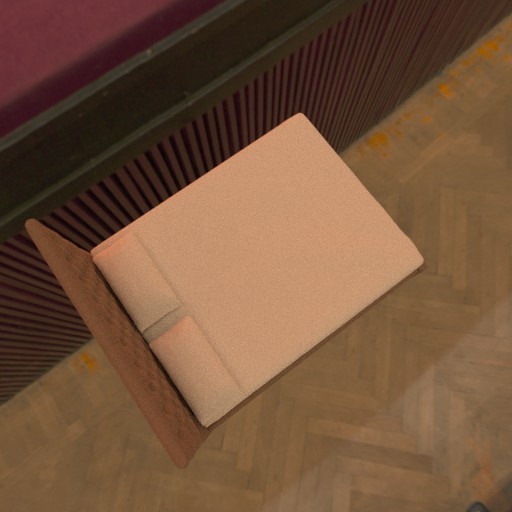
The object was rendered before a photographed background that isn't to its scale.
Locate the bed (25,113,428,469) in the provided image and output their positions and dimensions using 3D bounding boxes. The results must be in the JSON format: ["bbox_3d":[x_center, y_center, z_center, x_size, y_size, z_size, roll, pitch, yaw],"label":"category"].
[{"bbox_3d":[0.000,0.000,3.301,2.233,1.426,1.696,-35,79,-8],"label":"bed"}]
